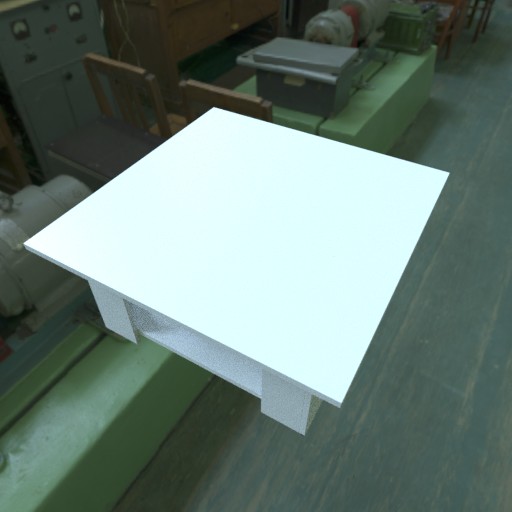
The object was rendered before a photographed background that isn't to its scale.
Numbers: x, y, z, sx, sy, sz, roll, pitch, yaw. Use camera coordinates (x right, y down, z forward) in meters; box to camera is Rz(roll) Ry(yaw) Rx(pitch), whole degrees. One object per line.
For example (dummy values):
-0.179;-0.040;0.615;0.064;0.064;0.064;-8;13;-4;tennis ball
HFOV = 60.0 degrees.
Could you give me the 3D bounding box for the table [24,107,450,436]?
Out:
0.000;0.000;1.068;0.670;0.305;0.670;22;49;21;table
